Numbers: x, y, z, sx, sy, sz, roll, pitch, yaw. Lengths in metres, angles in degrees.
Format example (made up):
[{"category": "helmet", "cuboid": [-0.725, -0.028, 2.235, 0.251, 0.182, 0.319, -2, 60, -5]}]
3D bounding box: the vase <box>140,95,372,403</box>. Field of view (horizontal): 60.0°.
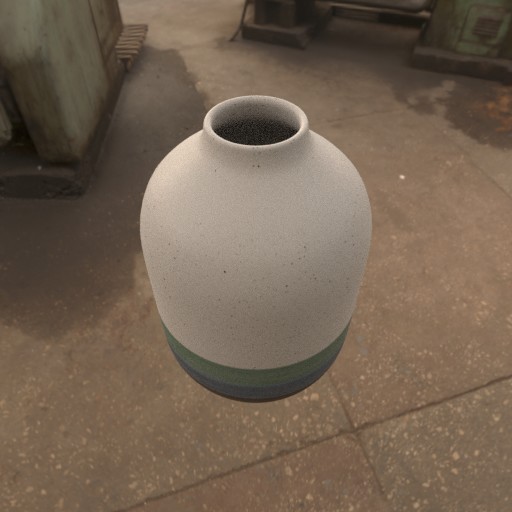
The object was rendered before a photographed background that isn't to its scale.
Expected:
[{"category": "vase", "cuboid": [0.000, 0.000, 0.356, 0.169, 0.240, 0.169, 0, 46, 0]}]
